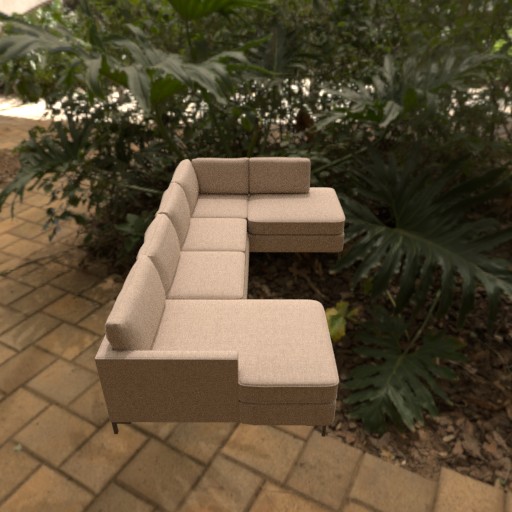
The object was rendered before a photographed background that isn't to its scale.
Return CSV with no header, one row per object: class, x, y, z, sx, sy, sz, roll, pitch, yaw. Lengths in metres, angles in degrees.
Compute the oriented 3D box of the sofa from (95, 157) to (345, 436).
sofa,0.000,0.000,4.339,2.021,0.996,3.423,0,30,0
